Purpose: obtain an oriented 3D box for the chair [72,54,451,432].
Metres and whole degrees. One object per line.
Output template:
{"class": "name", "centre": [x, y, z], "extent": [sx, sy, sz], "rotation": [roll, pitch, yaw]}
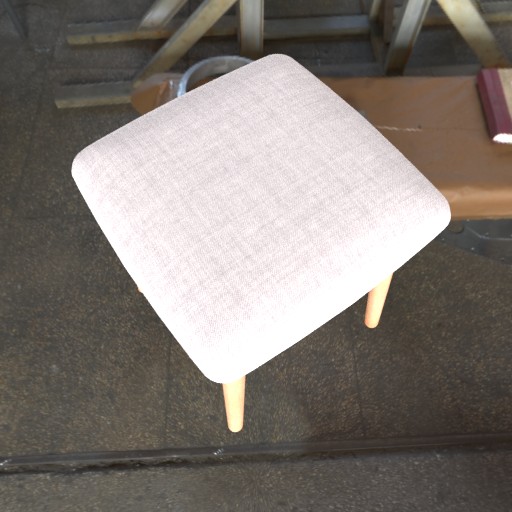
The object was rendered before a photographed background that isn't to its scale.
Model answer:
{"class": "chair", "centre": [0.000, 0.000, 0.682], "extent": [0.350, 0.440, 0.350], "rotation": [-33, 68, -15]}
